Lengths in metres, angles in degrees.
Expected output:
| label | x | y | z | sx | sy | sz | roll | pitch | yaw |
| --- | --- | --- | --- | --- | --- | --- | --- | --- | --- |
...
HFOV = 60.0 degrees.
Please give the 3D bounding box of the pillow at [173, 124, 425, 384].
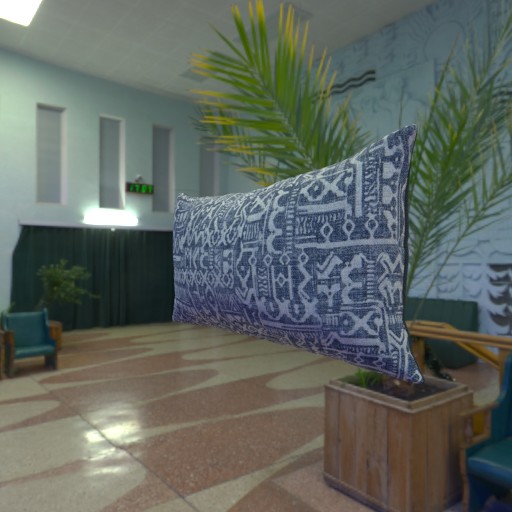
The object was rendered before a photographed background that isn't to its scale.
| label | x | y | z | sx | sy | sz | roll | pitch | yaw |
| --- | --- | --- | --- | --- | --- | --- | --- | --- | --- |
| pillow | 0.000 | 0.000 | 0.746 | 0.148 | 0.292 | 0.631 | 1 | -1 | -36 |
